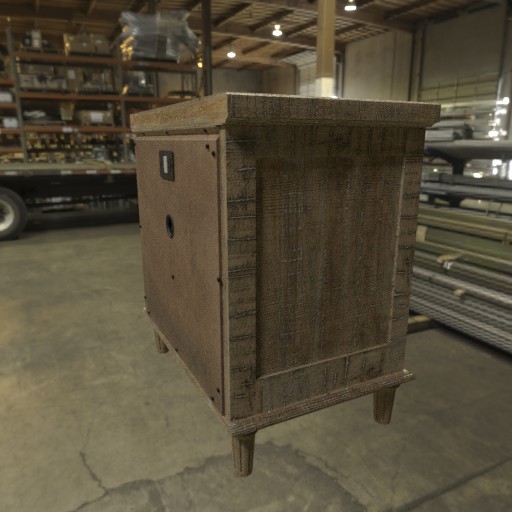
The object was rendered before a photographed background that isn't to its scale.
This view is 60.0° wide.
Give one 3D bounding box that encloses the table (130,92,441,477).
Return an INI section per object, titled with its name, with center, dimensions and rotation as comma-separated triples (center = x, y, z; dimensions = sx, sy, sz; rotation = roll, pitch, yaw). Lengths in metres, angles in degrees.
[table]
center = 0.000, 0.000, 1.134
dimensions = 0.457, 0.711, 0.686
rotation = -7, 16, -26
